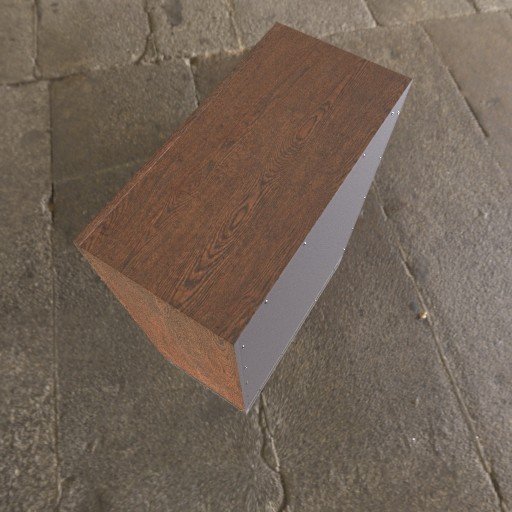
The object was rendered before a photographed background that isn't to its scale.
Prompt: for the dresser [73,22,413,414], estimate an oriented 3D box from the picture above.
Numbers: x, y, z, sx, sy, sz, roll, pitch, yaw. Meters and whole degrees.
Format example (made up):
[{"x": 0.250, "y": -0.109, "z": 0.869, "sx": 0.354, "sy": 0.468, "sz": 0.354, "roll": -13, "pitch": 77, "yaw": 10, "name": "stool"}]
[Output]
[{"x": 0.000, "y": 0.000, "z": 1.807, "sx": 0.508, "sy": 1.321, "sz": 0.965, "roll": 30, "pitch": 68, "yaw": 14, "name": "dresser"}]
